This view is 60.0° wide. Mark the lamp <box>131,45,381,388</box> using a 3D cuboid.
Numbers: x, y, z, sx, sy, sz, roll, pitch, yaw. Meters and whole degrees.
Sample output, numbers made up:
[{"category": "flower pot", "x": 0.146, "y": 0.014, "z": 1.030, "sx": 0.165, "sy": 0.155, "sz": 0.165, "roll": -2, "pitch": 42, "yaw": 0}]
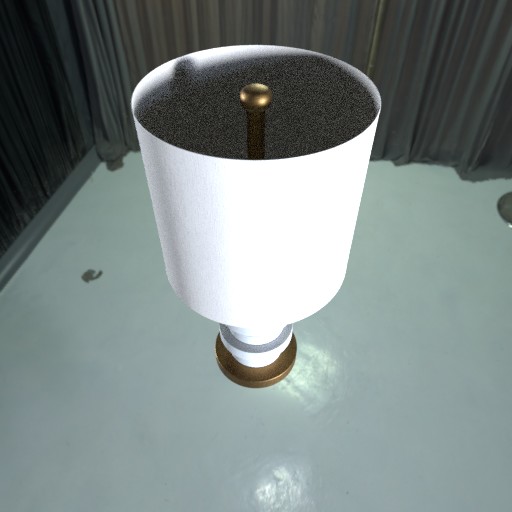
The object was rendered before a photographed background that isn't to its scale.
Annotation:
[{"category": "lamp", "x": 0.000, "y": 0.000, "z": 0.521, "sx": 0.210, "sy": 0.410, "sz": 0.210, "roll": 4, "pitch": 46, "yaw": 4}]
